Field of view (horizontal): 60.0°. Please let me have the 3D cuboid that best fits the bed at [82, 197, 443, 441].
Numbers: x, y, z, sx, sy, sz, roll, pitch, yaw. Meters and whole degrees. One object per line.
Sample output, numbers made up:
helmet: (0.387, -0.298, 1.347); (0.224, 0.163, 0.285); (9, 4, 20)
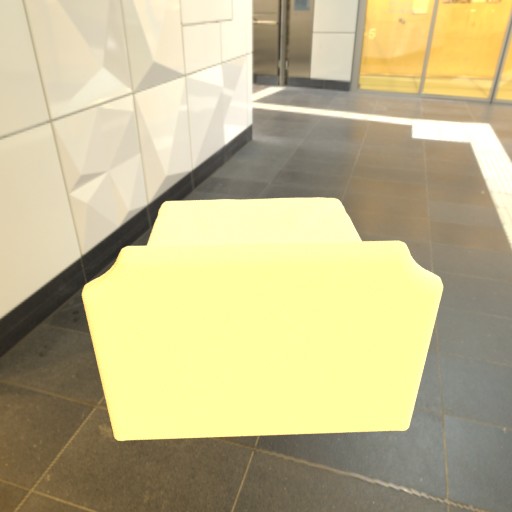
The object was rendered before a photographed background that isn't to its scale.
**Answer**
bed: (0.000, 0.000, 3.831); (2.134, 1.524, 2.548); (-1, 30, -2)
